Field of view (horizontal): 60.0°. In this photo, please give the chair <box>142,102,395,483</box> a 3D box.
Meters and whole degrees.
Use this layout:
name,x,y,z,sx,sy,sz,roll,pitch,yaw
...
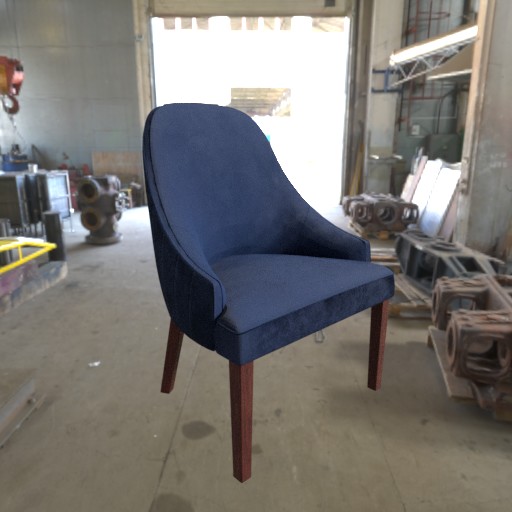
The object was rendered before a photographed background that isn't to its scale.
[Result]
name,x,y,z,sx,sy,sz,roll,pitch,yaw
chair,0.000,0.000,1.312,0.643,0.889,0.575,-14,20,-42
